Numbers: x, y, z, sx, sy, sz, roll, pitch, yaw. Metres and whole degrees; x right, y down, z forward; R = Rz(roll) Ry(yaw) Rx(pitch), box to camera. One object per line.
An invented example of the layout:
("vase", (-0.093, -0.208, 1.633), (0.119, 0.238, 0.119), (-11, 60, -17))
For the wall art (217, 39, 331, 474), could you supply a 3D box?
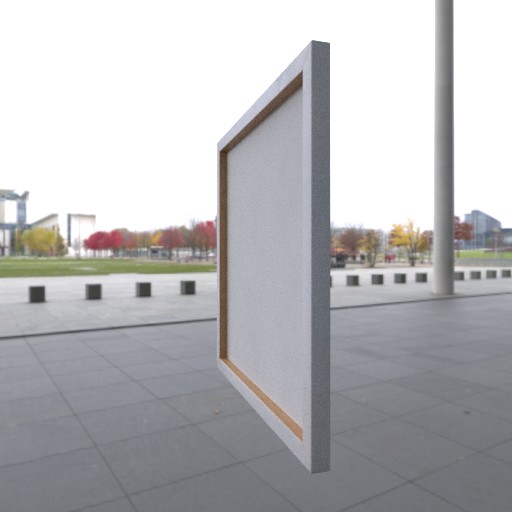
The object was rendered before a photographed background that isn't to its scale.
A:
("wall art", (0.000, 0.000, 1.144), (0.038, 0.762, 0.762), (0, 0, -18))
